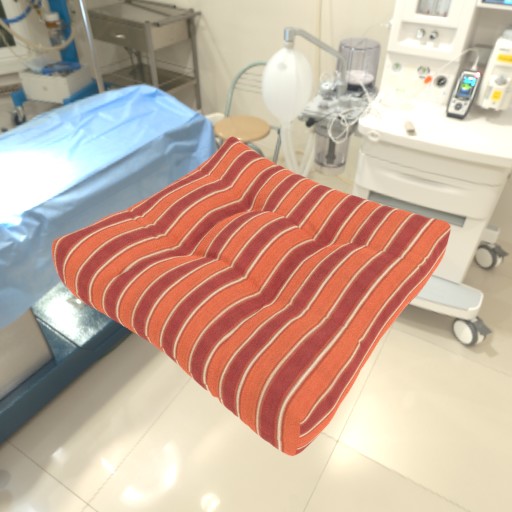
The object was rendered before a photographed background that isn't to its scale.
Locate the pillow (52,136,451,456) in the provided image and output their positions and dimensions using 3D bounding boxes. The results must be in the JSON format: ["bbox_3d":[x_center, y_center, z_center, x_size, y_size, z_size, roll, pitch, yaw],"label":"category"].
[{"bbox_3d":[0.000,0.000,0.735,0.490,0.133,0.468,27,48,28],"label":"pillow"}]
